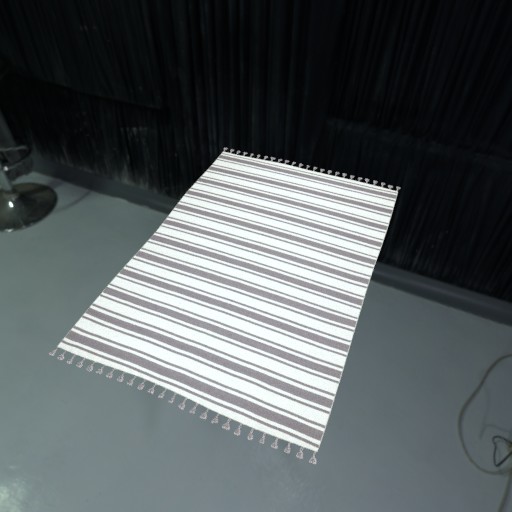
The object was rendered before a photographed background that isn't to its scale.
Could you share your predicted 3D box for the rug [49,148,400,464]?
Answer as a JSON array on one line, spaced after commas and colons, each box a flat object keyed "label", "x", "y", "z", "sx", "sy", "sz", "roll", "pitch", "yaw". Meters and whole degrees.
[{"label": "rug", "x": 0.000, "y": 0.000, "z": 3.935, "sx": 2.030, "sy": 0.017, "sz": 3.040, "roll": 17, "pitch": 48, "yaw": 16}]
